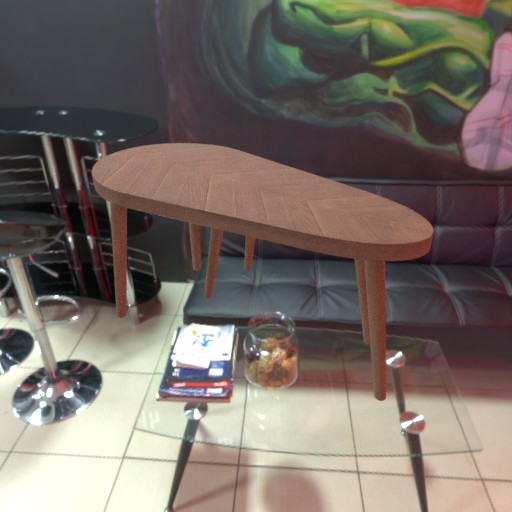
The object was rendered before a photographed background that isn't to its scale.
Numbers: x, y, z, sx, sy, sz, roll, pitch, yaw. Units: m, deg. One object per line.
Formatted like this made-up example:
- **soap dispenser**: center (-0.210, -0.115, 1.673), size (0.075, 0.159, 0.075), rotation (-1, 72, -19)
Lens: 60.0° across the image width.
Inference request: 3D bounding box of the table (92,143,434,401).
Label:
- **table**: center (0.000, 0.000, 1.598), size (1.190, 0.595, 0.701), rotation (20, 36, 31)
